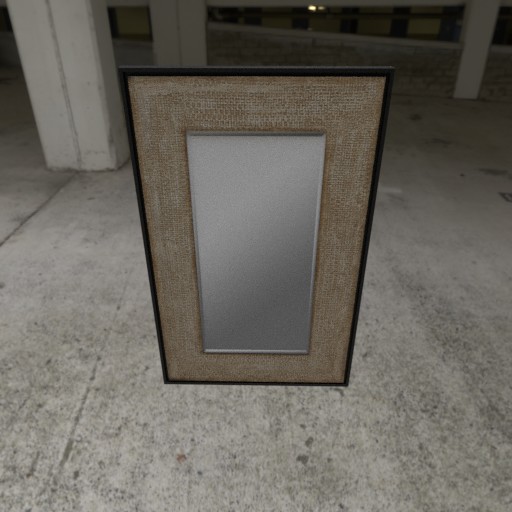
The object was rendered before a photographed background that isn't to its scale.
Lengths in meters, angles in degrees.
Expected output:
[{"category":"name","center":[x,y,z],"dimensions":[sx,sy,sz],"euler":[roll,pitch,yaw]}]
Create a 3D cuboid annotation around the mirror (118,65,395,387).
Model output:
[{"category":"mirror","center":[0.000,0.000,1.541],"dimensions":[0.762,1.219,0.038],"euler":[1,30,1]}]
